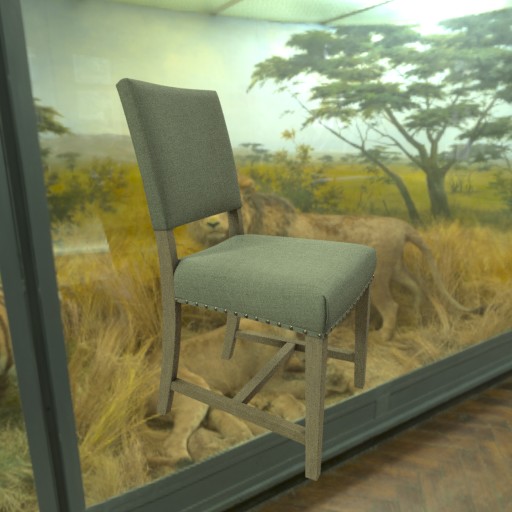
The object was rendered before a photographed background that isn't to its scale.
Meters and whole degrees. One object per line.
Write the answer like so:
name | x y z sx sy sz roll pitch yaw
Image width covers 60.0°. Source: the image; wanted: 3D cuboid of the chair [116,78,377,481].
chair | 0.000 0.000 1.334 0.622 0.986 0.508 8 18 26
